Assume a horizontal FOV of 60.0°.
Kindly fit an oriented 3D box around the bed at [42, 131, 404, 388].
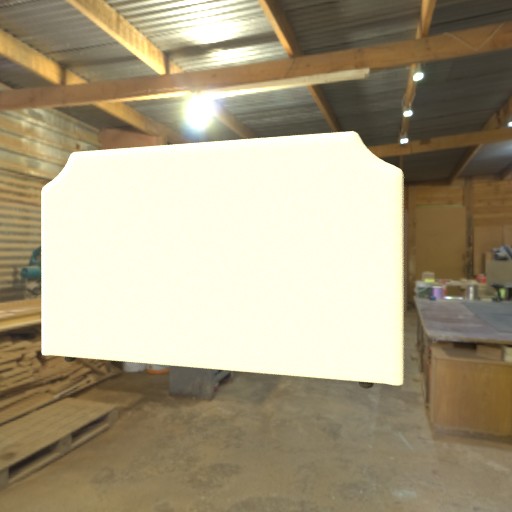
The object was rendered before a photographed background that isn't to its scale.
[{"bbox_3d":[0.000,0.000,3.493,2.160,1.301,2.204,0,1,17],"label":"bed"}]
